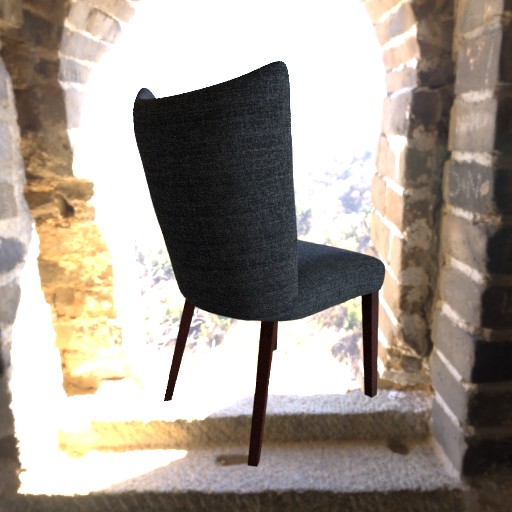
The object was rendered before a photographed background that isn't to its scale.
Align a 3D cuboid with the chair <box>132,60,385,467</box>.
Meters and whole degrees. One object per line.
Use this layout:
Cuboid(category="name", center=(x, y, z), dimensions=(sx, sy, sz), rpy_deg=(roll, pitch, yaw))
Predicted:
Cuboid(category="chair", center=(0.000, 0.000, 1.257), dimensions=(0.623, 0.924, 0.535), rpy_deg=(-13, 19, -42))
